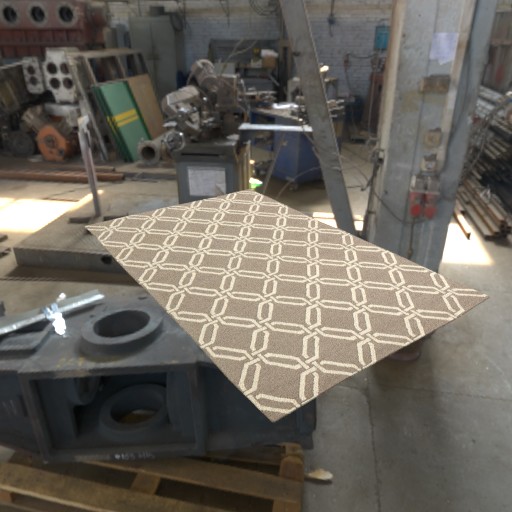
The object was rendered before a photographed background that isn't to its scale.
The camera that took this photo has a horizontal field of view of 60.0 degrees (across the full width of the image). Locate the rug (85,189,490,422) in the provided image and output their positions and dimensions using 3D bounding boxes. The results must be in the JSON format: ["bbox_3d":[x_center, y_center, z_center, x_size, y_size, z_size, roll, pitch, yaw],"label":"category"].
[{"bbox_3d":[0.000,0.000,2.160,1.142,0.010,1.748,-18,32,-31],"label":"rug"}]
